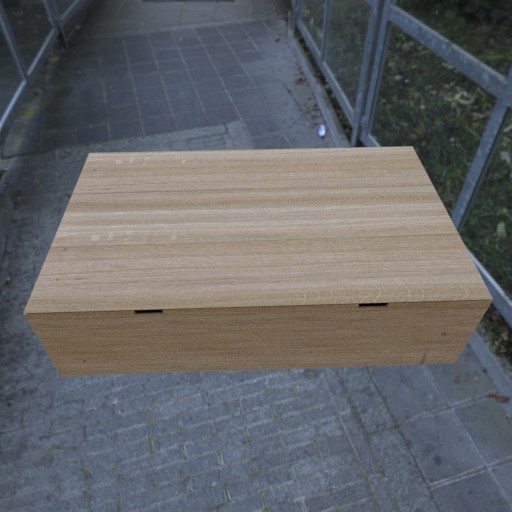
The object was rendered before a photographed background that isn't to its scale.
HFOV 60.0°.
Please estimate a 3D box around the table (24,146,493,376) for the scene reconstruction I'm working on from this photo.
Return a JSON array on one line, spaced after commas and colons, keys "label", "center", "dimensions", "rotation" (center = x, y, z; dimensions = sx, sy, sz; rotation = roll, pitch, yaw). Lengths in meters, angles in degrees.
[{"label": "table", "center": [0.000, 0.000, 1.406], "dimensions": [1.110, 0.353, 0.678], "rotation": [-2, 45, -2]}]
